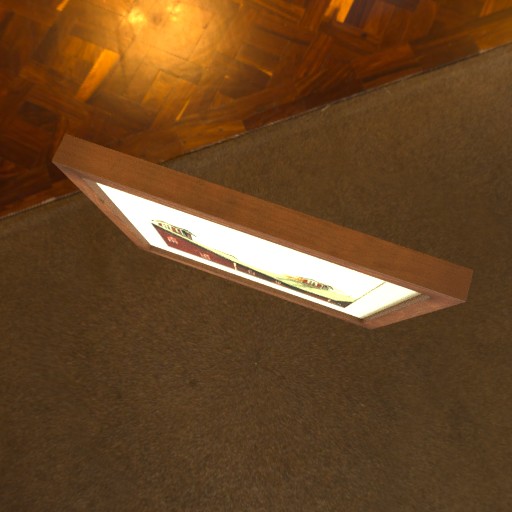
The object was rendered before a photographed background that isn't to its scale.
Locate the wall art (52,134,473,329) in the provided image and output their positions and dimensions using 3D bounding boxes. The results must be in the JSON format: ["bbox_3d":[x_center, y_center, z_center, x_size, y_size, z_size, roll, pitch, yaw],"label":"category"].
[{"bbox_3d":[0.000,0.000,0.567,0.401,0.328,0.030,19,77,5],"label":"wall art"}]
